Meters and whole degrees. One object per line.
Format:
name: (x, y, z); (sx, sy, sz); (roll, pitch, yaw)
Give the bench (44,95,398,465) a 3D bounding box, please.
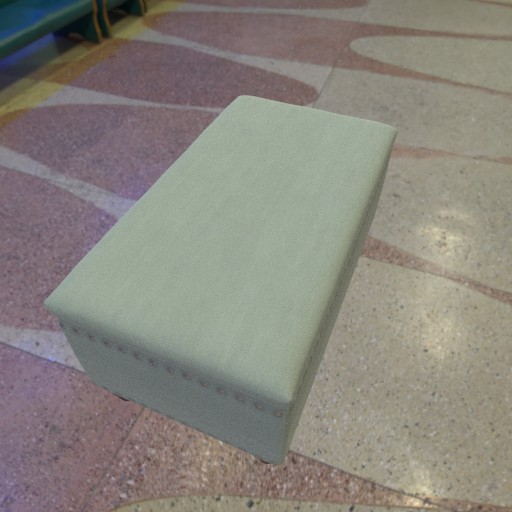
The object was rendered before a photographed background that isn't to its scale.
bench: (0.000, 0.000, 1.185); (0.500, 0.449, 0.887); (17, 49, 16)
